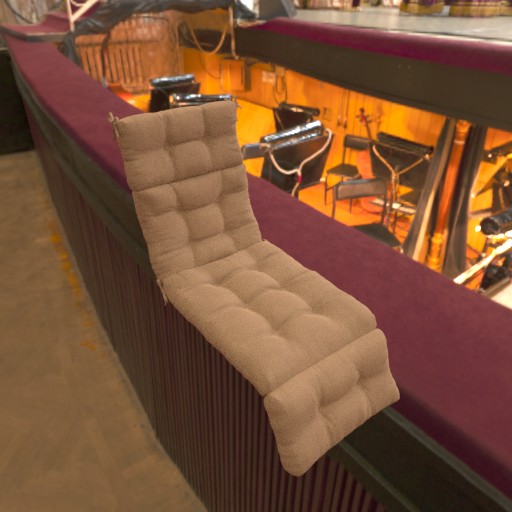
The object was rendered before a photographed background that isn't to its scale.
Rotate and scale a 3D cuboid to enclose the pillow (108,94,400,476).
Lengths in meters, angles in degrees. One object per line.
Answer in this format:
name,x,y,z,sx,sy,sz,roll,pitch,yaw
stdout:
pillow,0.000,0.000,1.506,0.526,0.863,1.016,-22,38,-31
